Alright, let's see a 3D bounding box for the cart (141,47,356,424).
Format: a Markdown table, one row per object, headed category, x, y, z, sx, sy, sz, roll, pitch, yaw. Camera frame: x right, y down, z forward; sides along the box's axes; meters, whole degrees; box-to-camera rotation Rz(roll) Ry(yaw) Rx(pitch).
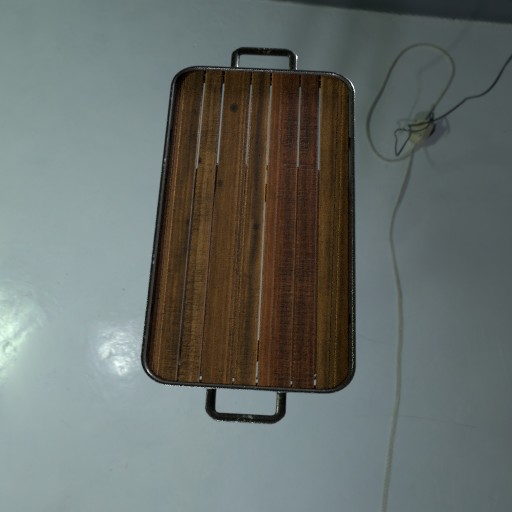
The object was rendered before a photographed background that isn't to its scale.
| category | x | y | z | sx | sy | sz | roll | pitch | yaw |
| --- | --- | --- | --- | --- | --- | --- | --- | --- | --- |
| cart | 0.000 | 0.000 | 1.245 | 0.515 | 0.700 | 0.806 | 3 | 76 | 1 |
